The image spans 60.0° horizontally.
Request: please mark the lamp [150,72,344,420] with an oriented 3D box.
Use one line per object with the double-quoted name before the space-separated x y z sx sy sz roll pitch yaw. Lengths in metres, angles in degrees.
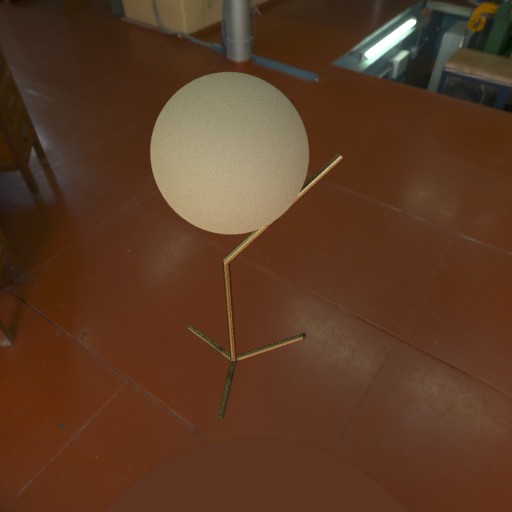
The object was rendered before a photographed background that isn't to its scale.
"lamp" 0.000 0.000 0.668 0.251 0.552 0.210 -15 48 -14
